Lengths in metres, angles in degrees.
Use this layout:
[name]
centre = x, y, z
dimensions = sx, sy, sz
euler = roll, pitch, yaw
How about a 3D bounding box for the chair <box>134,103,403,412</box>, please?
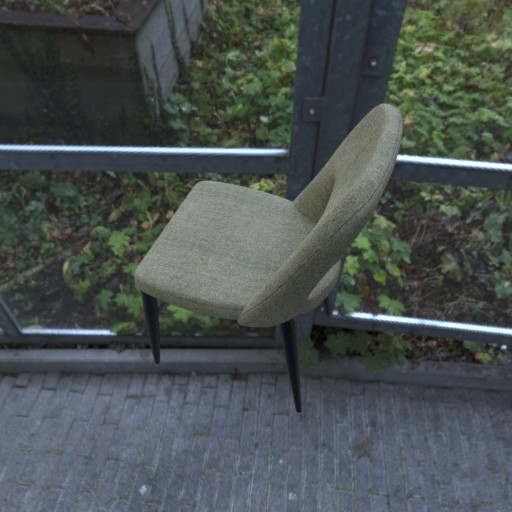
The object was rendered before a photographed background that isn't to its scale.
[chair]
centre = 0.000, 0.000, 1.291
dimensions = 0.612, 0.931, 0.470
euler = 15, 50, 13
